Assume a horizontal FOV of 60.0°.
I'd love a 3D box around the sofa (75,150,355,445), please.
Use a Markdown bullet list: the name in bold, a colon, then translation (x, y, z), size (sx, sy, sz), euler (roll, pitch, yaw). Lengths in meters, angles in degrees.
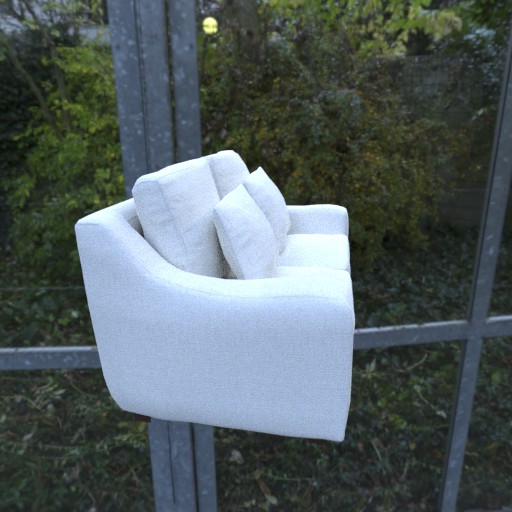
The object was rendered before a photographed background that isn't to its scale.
- **sofa**: translation (0.000, 0.000, 2.400), size (1.040, 1.047, 1.744), euler (3, 18, 10)
